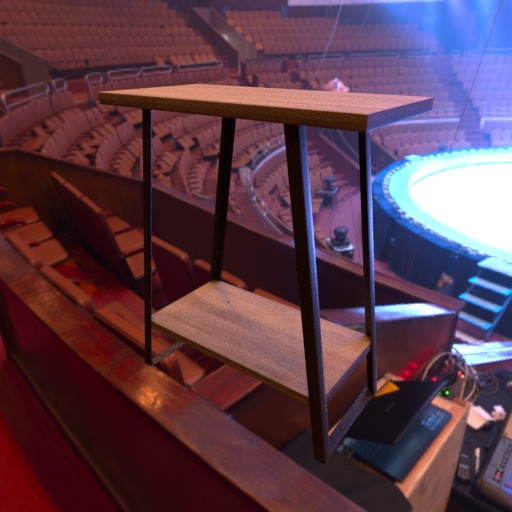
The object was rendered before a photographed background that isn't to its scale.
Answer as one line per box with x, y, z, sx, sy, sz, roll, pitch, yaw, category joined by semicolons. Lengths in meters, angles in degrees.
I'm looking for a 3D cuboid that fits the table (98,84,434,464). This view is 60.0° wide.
0.000;0.000;1.019;0.599;0.701;0.300;17;30;33;table
